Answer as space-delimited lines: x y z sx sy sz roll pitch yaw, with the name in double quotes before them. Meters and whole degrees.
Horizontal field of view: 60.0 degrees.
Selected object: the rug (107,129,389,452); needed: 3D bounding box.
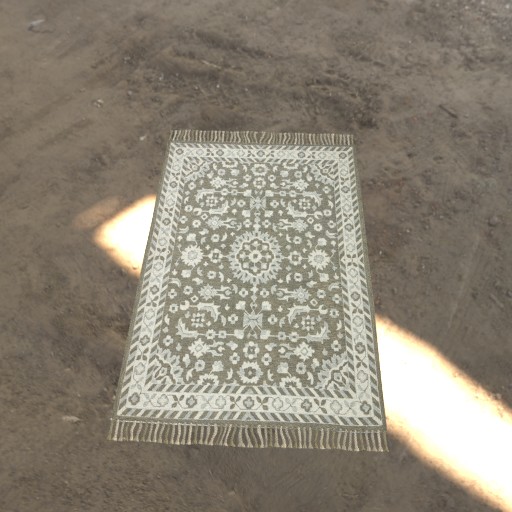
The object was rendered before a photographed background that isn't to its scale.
"rug" 0.000 0.000 3.022 1.530 0.025 2.431 2 58 1
